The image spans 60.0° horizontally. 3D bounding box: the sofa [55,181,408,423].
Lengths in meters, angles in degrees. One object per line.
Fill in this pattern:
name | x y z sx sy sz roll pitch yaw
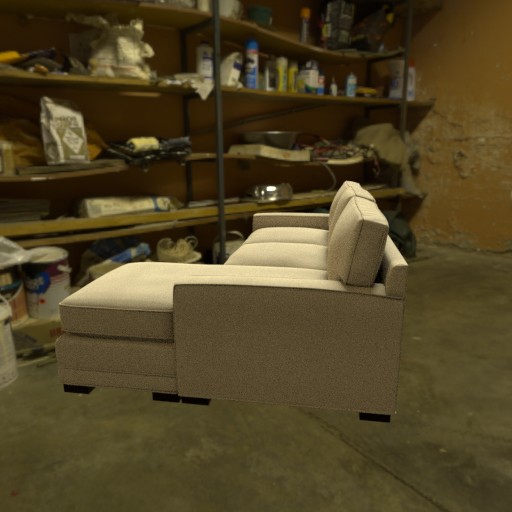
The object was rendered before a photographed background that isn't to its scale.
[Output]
sofa | 0.000 0.000 2.812 1.496 0.861 2.087 2 14 9
